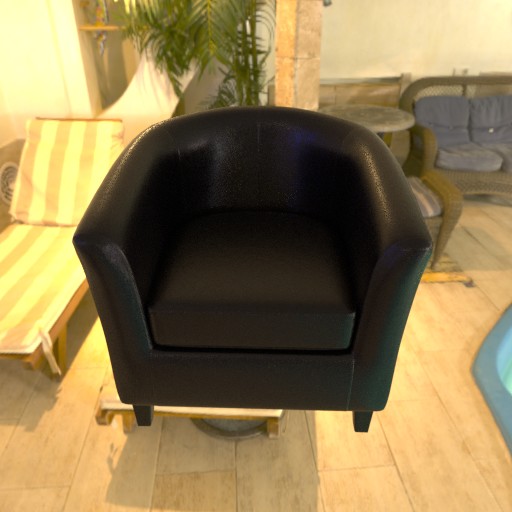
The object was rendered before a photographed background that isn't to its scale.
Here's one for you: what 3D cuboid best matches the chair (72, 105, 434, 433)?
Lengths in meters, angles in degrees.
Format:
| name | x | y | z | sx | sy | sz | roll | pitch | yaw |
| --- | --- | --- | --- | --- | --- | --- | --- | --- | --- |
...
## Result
| name | x | y | z | sx | sy | sz | roll | pitch | yaw |
| --- | --- | --- | --- | --- | --- | --- | --- | --- | --- |
| chair | 0.000 | 0.000 | 1.357 | 0.793 | 0.756 | 0.727 | 1 | 30 | 2 |
